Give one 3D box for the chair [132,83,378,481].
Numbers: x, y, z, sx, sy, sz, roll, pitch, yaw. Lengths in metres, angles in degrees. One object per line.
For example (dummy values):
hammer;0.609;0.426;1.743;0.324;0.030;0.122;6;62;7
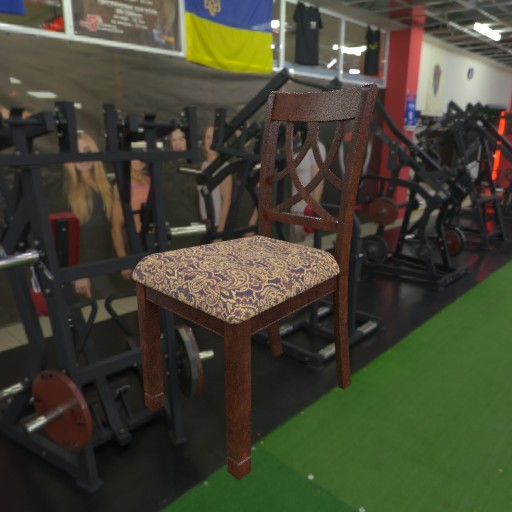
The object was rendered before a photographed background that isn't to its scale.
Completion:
chair;0.000;0.000;1.308;0.584;0.965;0.457;-15;22;-42
